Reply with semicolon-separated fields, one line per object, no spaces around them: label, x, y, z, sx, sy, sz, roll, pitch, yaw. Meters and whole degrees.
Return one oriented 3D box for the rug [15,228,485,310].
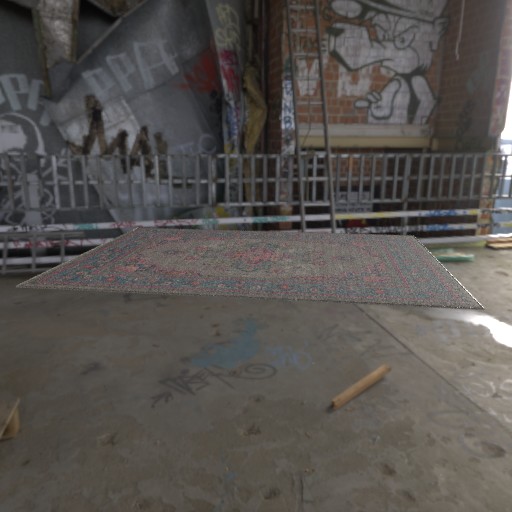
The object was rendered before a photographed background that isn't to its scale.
rug;0.000;0.000;3.648;2.890;0.013;2.005;2;15;8
